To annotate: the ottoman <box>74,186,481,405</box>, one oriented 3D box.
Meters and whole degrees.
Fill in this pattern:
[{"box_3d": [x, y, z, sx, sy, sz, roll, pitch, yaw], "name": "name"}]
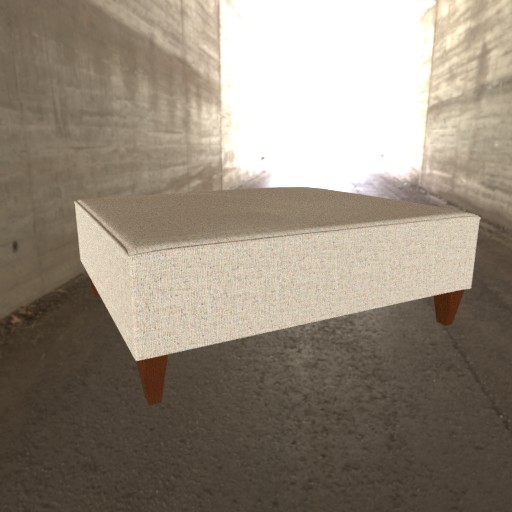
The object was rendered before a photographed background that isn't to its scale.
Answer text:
[{"box_3d": [0.000, 0.000, 1.218, 0.835, 0.303, 0.736, -7, 16, -27], "name": "ottoman"}]
